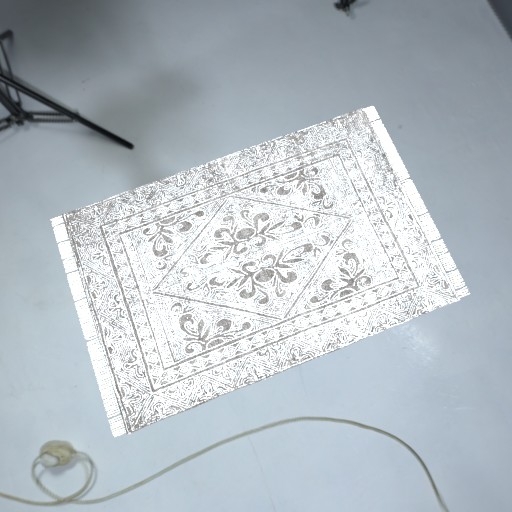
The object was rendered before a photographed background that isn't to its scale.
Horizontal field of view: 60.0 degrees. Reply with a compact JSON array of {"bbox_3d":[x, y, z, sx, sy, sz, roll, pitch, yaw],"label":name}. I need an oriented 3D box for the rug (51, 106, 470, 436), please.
[{"bbox_3d":[0.000,0.000,2.979,2.440,0.010,1.529,-21,77,-5],"label":"rug"}]
